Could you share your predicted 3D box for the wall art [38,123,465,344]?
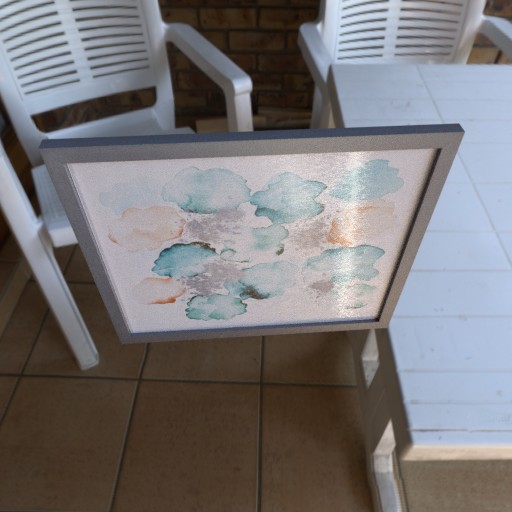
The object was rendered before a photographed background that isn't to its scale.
[{"bbox_3d":[0.000,0.000,0.898,0.660,0.558,0.026,-3,48,-3],"label":"wall art"}]
